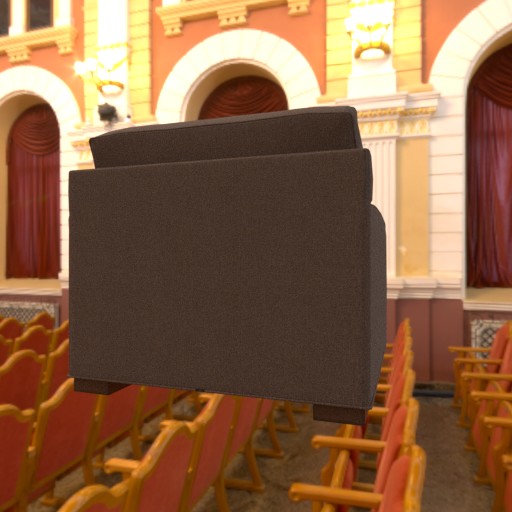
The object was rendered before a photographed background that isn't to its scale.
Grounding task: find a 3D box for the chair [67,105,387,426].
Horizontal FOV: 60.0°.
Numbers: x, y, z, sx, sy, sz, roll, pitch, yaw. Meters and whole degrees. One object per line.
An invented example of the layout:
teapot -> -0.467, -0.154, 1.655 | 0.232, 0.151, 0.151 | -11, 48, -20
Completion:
chair -> 0.000, 0.000, 1.817 | 0.997, 0.913, 1.043 | 0, 0, 19
